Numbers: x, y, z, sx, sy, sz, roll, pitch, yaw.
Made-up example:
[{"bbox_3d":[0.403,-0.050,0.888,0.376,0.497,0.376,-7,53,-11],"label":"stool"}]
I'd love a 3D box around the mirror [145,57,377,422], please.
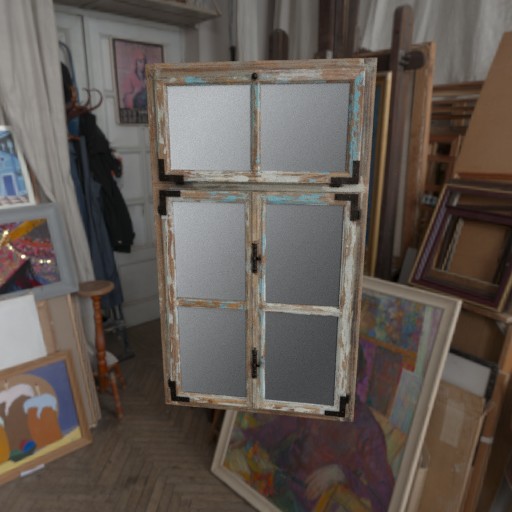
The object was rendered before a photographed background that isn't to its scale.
[{"bbox_3d":[0.000,0.000,1.486,0.707,1.213,0.083,2,15,9],"label":"mirror"}]
